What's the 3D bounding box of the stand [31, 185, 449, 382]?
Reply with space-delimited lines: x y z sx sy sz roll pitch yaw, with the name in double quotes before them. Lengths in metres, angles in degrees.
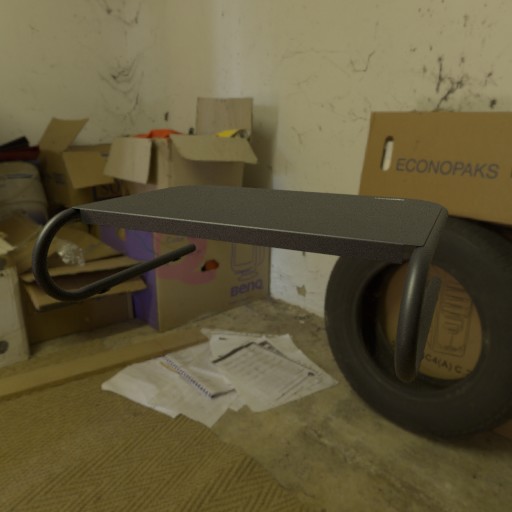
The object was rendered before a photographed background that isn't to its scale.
"stand" 0.000 0.000 0.486 0.370 0.108 0.280 8 18 25
